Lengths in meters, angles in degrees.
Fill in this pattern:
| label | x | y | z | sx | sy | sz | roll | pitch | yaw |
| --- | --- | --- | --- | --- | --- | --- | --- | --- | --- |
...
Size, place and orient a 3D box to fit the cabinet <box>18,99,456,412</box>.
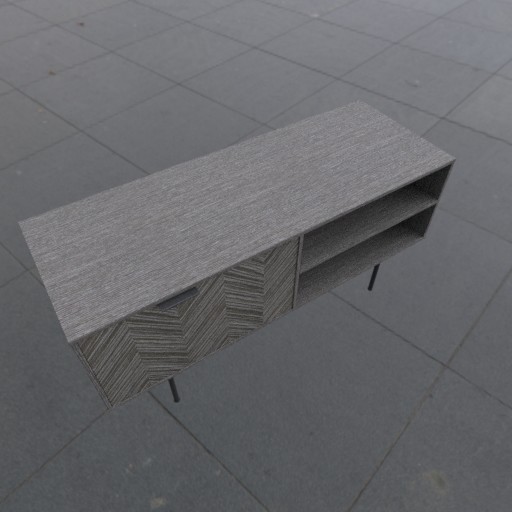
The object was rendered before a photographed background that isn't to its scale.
| label | x | y | z | sx | sy | sz | roll | pitch | yaw |
| --- | --- | --- | --- | --- | --- | --- | --- | --- | --- |
| cabinet | 0.000 | 0.000 | 1.586 | 1.300 | 0.599 | 0.500 | -26 | 52 | -22 |
